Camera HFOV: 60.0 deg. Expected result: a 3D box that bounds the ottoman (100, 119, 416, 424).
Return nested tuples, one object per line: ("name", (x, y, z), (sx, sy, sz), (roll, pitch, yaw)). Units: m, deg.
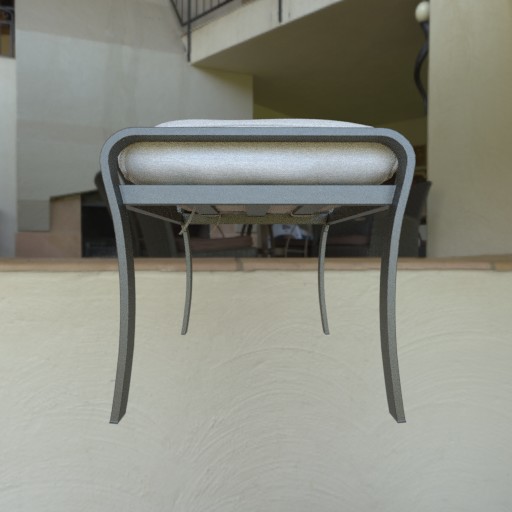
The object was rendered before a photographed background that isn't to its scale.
("ottoman", (0.000, 0.000, 0.875), (0.406, 0.422, 0.610), (0, 1, 0))
